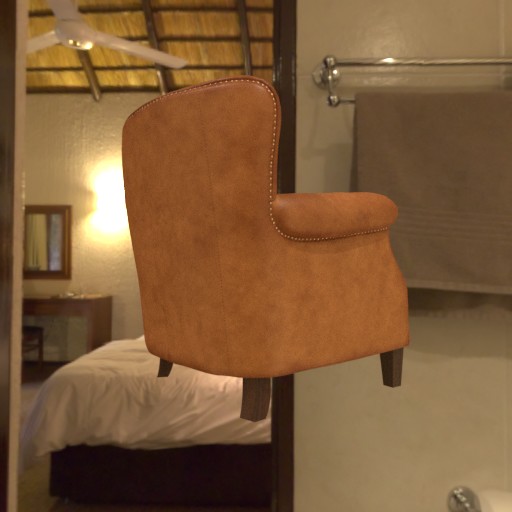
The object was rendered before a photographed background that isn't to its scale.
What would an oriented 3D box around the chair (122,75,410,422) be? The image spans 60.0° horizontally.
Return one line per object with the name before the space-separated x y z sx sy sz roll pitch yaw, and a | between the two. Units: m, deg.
chair | 0.000 0.000 1.617 0.921 0.936 0.861 1 -2 -35
